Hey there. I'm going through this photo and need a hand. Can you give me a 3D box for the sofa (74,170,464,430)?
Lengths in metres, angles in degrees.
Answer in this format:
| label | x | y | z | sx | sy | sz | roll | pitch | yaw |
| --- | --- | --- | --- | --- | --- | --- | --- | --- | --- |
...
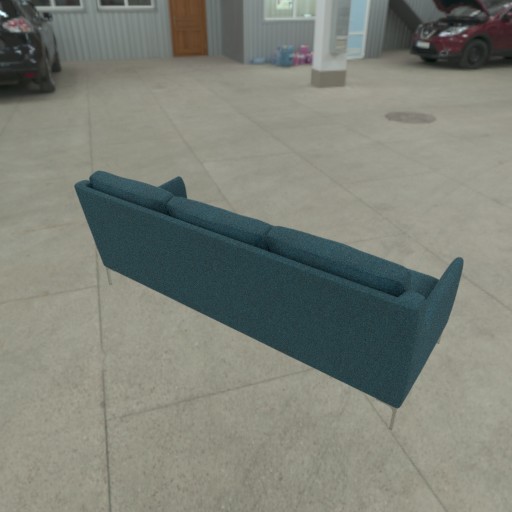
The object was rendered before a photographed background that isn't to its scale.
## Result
| label | x | y | z | sx | sy | sz | roll | pitch | yaw |
| --- | --- | --- | --- | --- | --- | --- | --- | --- | --- |
| sofa | 0.000 | 0.000 | 2.541 | 2.060 | 0.837 | 0.849 | 20 | 36 | 30 |
